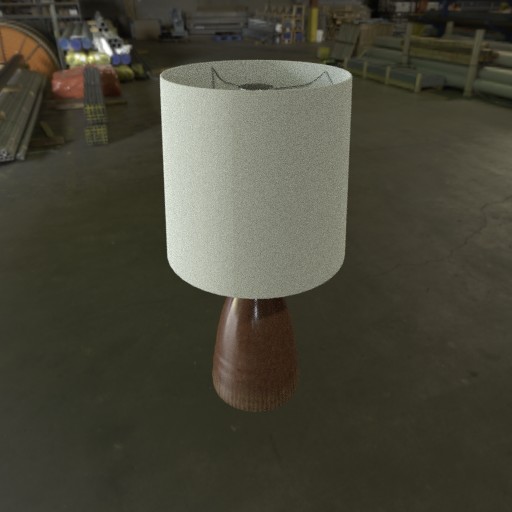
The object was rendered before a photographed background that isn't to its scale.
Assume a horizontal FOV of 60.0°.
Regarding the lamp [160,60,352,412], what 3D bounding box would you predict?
[{"bbox_3d":[0.000,0.000,0.478,0.186,0.369,0.186,0,31,0],"label":"lamp"}]
